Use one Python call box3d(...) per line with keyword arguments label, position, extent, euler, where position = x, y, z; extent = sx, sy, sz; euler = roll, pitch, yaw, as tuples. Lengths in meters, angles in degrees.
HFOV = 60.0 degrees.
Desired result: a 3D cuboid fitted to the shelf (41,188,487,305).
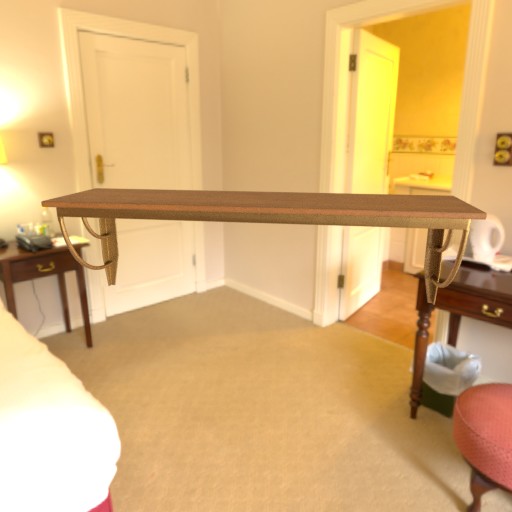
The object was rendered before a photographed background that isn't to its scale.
box3d(label="shelf", position=(0.000, 0.000, 0.730), extent=(0.636, 0.190, 0.166), euler=(3, 16, 9))
